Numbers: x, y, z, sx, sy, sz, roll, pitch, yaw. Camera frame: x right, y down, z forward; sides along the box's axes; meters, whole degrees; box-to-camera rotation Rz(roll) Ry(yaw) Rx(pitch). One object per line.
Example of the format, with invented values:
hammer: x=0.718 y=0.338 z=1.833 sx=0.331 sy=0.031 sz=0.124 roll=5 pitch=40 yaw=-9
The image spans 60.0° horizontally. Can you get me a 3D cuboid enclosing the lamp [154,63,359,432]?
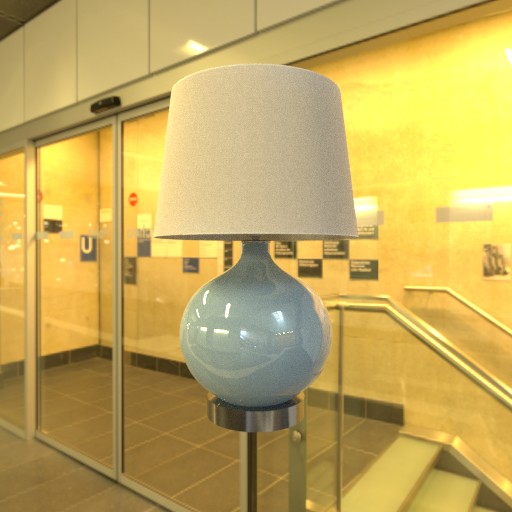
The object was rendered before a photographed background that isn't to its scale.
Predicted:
lamp: x=0.000 y=0.000 z=0.546 sx=0.247 sy=0.387 sz=0.247 roll=0 pitch=0 yaw=0
